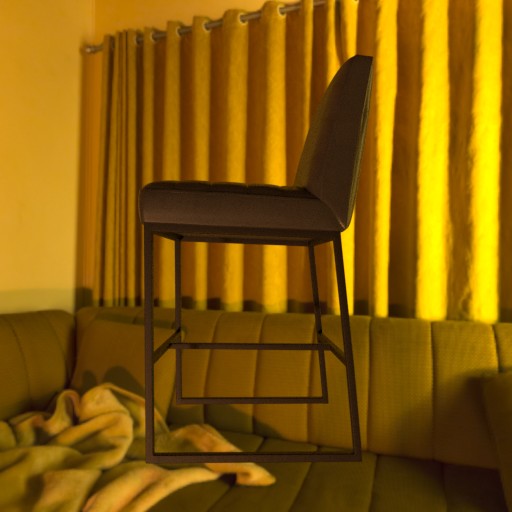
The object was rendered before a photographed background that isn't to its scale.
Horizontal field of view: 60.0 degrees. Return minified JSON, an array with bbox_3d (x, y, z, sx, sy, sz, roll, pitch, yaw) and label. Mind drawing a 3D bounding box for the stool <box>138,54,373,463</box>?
[{"bbox_3d":[0.000,0.000,1.223,0.552,0.938,0.457,0,-1,-1],"label":"stool"}]
